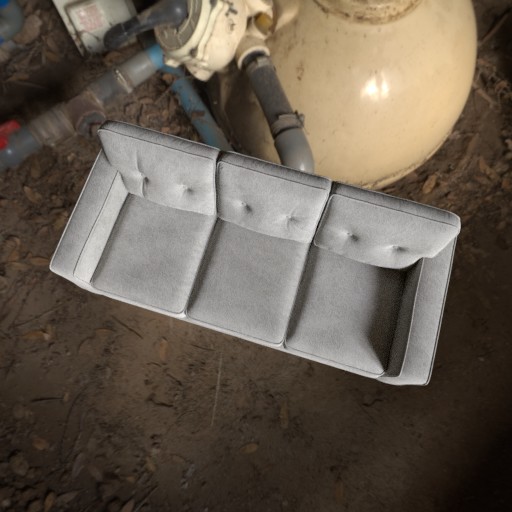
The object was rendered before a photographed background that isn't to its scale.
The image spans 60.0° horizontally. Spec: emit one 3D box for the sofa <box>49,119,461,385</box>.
[{"bbox_3d":[0.000,0.000,2.619,2.133,0.965,0.939,16,75,5],"label":"sofa"}]
